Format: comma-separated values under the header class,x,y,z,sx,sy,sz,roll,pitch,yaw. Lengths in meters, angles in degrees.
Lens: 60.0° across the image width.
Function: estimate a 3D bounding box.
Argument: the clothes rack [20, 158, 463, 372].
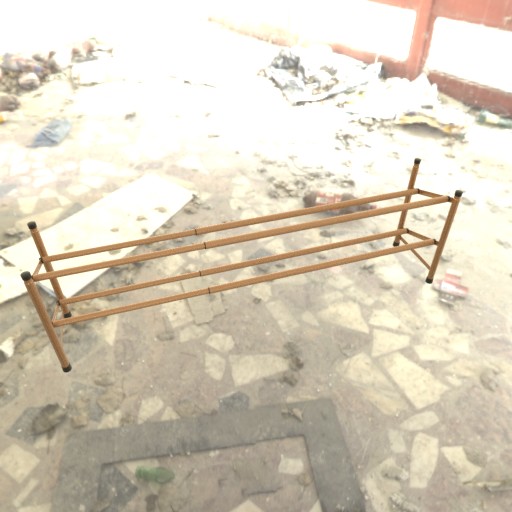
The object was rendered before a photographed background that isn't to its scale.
class,x,y,z,sx,sy,sz,roll,pitch,yaw
clothes rack,0.000,0.000,1.306,1.168,0.349,0.229,-12,41,-14
